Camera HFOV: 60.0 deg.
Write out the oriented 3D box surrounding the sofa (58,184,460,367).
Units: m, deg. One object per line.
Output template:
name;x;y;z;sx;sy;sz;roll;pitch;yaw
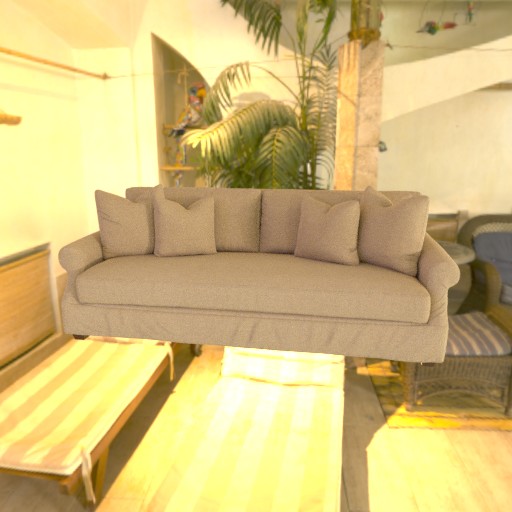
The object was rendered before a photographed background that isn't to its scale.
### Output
sofa;0.000;0.000;2.858;2.285;0.904;1.067;2;14;9
